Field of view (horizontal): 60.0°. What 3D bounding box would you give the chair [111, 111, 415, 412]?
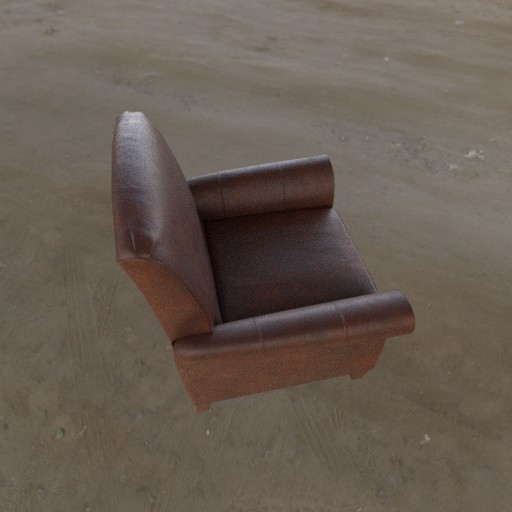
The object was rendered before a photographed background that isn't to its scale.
[{"bbox_3d":[0.000,0.000,1.777,0.902,1.061,0.978,-9,48,-8],"label":"chair"}]
